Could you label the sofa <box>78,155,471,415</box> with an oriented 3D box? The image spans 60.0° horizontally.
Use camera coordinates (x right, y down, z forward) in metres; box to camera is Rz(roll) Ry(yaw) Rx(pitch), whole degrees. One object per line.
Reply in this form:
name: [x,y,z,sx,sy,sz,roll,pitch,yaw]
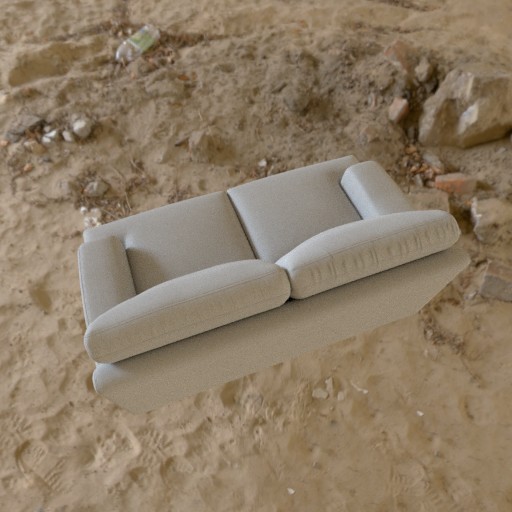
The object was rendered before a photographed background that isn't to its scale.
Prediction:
sofa: [0.000,0.000,2.489,1.880,0.940,1.143,-17,60,-11]
